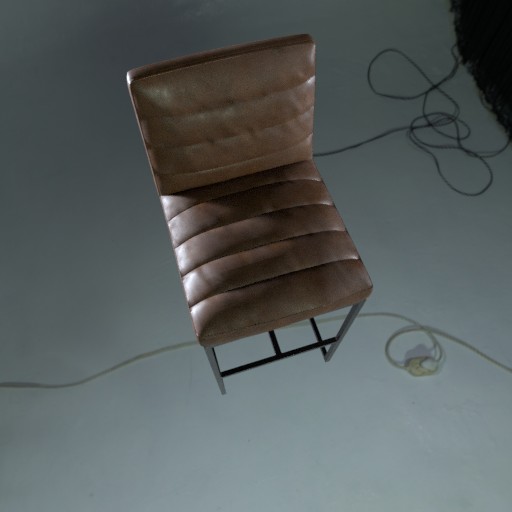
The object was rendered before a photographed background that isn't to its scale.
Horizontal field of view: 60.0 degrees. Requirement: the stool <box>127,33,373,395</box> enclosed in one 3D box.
[{"bbox_3d":[0.000,0.000,1.355,0.463,1.065,0.562,-15,64,-8],"label":"stool"}]
